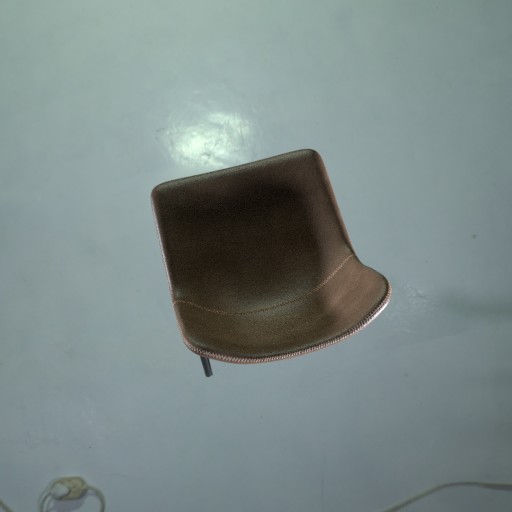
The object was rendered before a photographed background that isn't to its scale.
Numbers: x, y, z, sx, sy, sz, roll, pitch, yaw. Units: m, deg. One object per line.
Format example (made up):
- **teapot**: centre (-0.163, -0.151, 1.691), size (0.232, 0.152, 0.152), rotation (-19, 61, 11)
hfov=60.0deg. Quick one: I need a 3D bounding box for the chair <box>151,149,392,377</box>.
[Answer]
- **chair**: centre (0.000, 0.000, 1.128), size (0.460, 0.780, 0.551), rotation (-14, 75, -4)
